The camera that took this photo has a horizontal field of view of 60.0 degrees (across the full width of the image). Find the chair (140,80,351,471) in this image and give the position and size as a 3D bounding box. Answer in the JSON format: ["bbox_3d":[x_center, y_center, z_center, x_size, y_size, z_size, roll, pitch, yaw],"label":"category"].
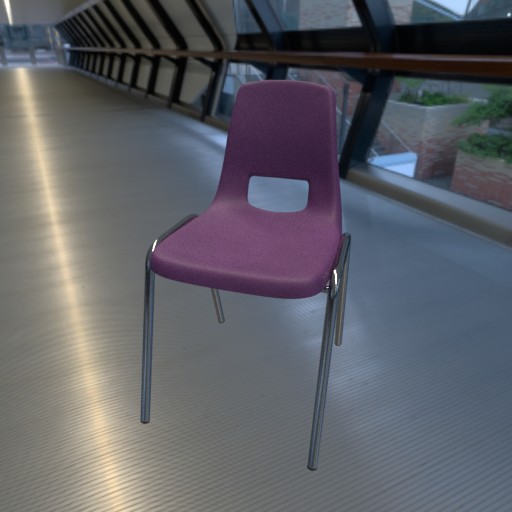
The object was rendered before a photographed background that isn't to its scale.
[{"bbox_3d":[0.000,0.000,0.926,0.381,0.654,0.432,8,27,16],"label":"chair"}]
